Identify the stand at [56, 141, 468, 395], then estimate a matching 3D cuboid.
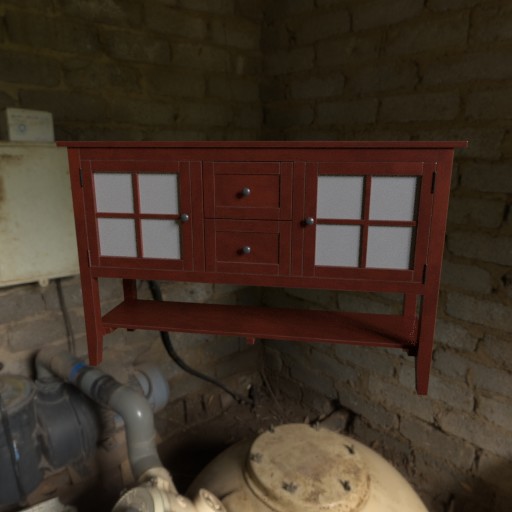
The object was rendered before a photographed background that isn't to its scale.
[{"bbox_3d":[0.000,0.000,1.739,1.362,0.872,0.410,2,15,9],"label":"stand"}]
